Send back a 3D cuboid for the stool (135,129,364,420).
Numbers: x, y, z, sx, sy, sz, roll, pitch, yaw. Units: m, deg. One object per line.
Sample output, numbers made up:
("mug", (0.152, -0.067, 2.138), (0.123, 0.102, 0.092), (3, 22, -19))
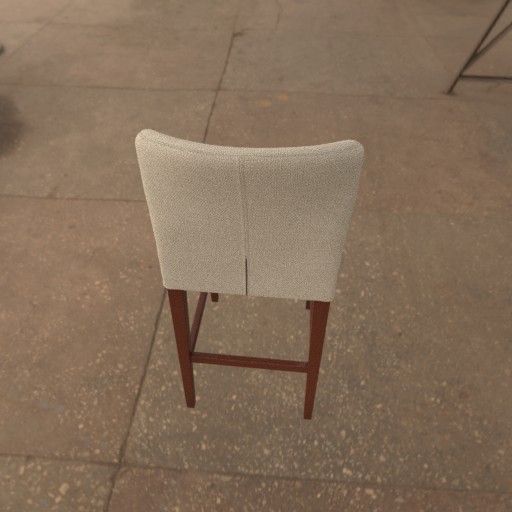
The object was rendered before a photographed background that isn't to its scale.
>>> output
("stool", (0.000, 0.000, 1.367), (0.481, 1.069, 0.568), (4, 45, 4))
